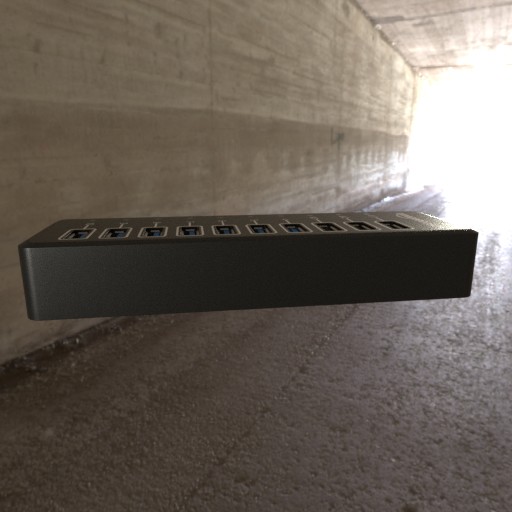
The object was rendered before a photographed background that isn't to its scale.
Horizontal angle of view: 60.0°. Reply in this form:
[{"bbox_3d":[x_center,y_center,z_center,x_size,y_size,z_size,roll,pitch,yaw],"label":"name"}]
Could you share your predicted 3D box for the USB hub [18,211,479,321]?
[{"bbox_3d":[0.000,0.000,0.158,0.145,0.023,0.044,-2,15,-8],"label":"USB hub"}]
